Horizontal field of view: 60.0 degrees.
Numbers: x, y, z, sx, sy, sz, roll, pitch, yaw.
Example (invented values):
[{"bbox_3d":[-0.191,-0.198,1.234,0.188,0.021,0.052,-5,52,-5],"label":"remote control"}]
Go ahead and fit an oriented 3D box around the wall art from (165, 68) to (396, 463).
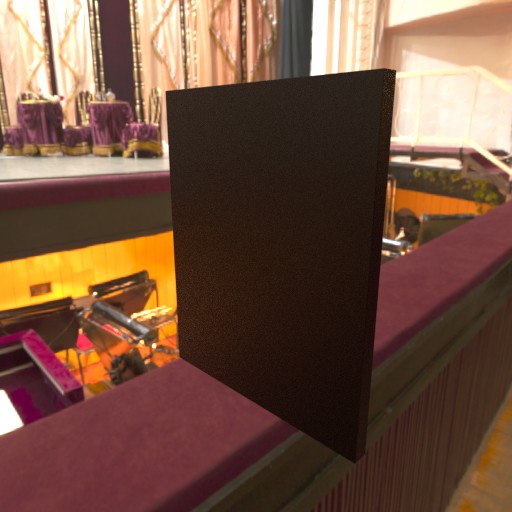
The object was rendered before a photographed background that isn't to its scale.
[{"bbox_3d":[0.000,0.000,0.761,0.028,0.557,0.457,-15,22,-42],"label":"wall art"}]
